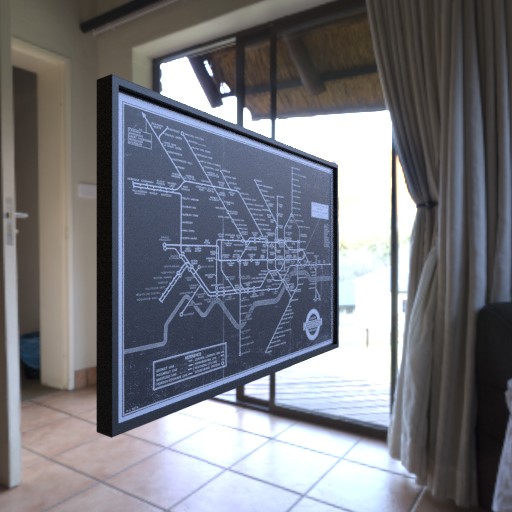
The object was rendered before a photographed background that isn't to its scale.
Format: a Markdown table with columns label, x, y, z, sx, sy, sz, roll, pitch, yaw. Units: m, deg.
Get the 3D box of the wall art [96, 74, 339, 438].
| label | x | y | z | sx | sy | sz | roll | pitch | yaw |
| --- | --- | --- | --- | --- | --- | --- | --- | --- | --- |
| wall art | 0.000 | 0.000 | 0.554 | 0.021 | 0.301 | 0.443 | 0 | 0 | 35 |
